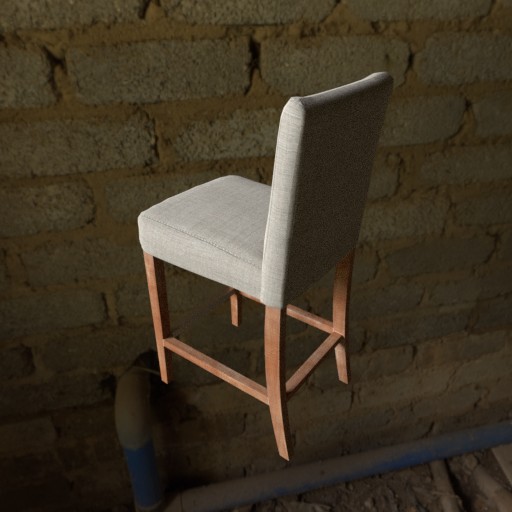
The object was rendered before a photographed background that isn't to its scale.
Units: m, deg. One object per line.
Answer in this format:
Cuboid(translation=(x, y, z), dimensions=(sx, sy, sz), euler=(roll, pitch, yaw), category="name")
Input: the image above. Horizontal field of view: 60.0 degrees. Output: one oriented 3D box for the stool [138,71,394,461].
Cuboid(translation=(0.000, 0.000, 1.342), dimensions=(0.567, 1.039, 0.454), euler=(21, 37, 31), category="stool")
